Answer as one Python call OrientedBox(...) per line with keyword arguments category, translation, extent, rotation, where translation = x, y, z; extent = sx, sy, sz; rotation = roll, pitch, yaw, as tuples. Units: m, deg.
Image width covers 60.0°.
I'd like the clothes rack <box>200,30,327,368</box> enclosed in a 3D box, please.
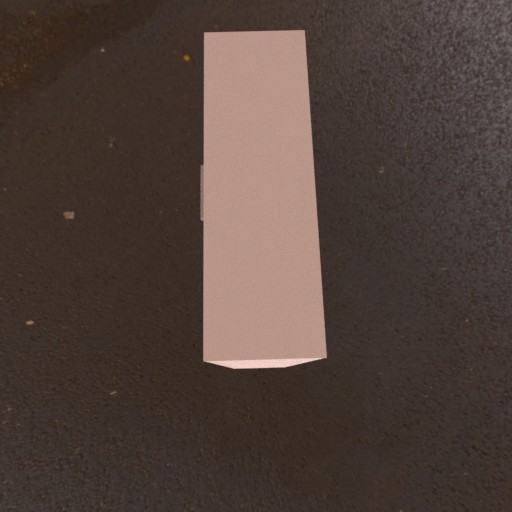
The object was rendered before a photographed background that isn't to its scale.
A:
OrientedBox(category="clothes rack", translation=(0.000, 0.000, 1.561), extent=(0.250, 1.280, 0.750), rotation=(-2, 75, 0))
